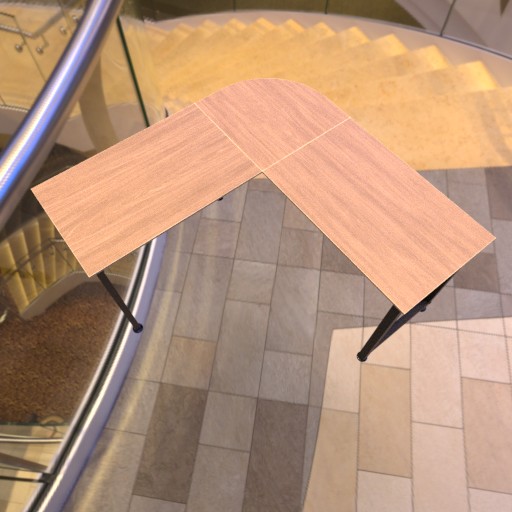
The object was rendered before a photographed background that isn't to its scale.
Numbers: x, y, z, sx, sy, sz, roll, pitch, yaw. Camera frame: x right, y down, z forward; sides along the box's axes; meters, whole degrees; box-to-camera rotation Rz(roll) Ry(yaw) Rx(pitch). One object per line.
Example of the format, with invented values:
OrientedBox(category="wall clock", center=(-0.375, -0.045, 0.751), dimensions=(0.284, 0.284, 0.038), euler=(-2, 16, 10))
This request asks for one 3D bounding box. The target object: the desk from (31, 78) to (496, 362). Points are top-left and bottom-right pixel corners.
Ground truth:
OrientedBox(category="desk", center=(0.000, 0.000, 2.207), dimensions=(1.400, 0.762, 1.400), euler=(-34, 67, -17))
